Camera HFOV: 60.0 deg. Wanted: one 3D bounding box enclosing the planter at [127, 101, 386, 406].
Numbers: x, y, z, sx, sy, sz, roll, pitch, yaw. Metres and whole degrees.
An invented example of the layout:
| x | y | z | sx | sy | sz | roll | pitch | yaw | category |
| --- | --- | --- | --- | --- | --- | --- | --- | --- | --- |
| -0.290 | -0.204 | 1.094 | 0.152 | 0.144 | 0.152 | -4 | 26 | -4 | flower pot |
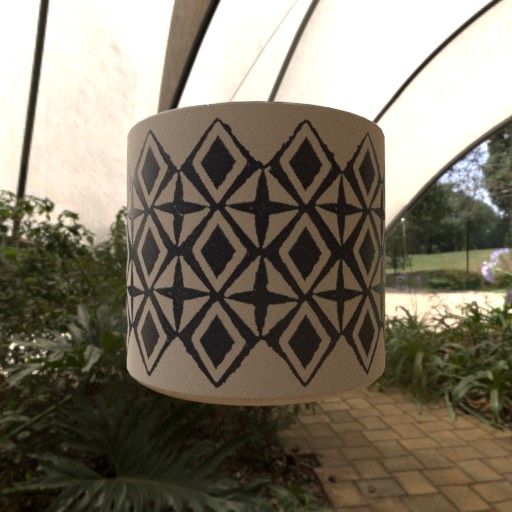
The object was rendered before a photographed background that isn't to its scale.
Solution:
| x | y | z | sx | sy | sz | roll | pitch | yaw | category |
| --- | --- | --- | --- | --- | --- | --- | --- | --- | --- |
| 0.000 | 0.000 | 0.399 | 0.224 | 0.203 | 0.224 | 0 | 0 | 0 | planter |
